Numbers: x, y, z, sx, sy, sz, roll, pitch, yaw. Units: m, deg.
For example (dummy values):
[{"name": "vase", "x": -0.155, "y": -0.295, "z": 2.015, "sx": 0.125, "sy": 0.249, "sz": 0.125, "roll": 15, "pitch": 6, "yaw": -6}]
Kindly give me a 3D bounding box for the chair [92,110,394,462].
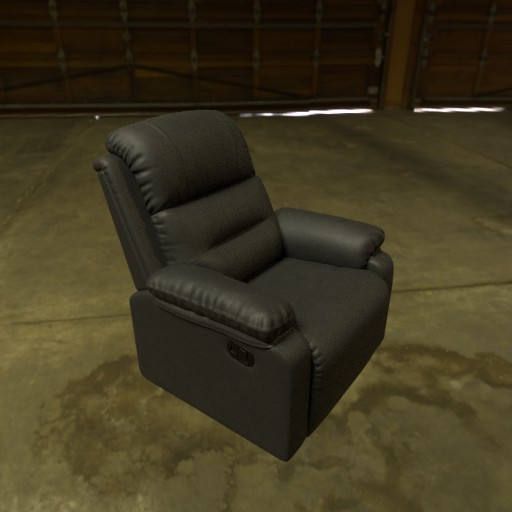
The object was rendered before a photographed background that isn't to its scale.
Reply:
[{"name": "chair", "x": 0.000, "y": 0.000, "z": 1.697, "sx": 0.919, "sy": 0.992, "sz": 0.855, "roll": 18, "pitch": 32, "yaw": 32}]
